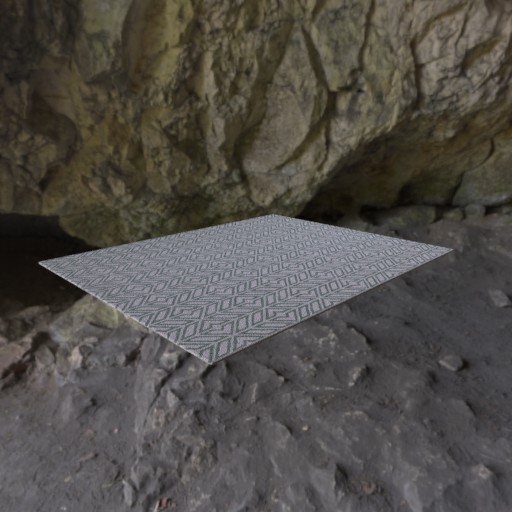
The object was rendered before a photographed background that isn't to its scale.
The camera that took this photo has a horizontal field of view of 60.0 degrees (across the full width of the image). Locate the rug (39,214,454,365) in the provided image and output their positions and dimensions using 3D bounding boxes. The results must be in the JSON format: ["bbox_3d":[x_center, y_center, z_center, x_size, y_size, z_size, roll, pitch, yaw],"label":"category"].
[{"bbox_3d":[0.000,0.000,4.139,3.050,0.017,2.441,-16,23,-42],"label":"rug"}]
